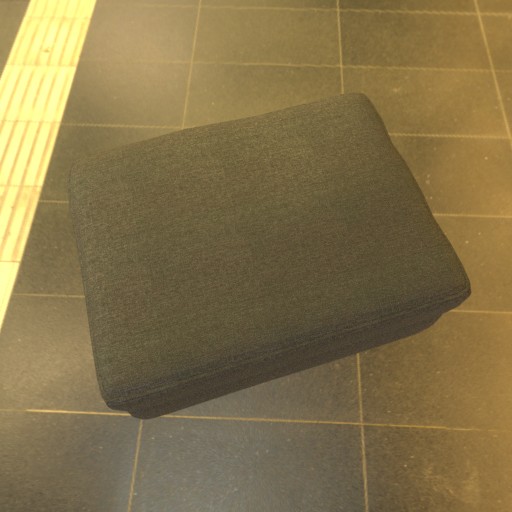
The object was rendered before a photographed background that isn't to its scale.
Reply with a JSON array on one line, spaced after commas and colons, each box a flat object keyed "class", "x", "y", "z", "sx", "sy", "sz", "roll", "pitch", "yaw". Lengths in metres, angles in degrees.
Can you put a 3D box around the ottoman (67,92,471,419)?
[{"class": "ottoman", "x": 0.000, "y": 0.000, "z": 1.198, "sx": 0.826, "sy": 0.496, "sz": 0.639, "roll": -16, "pitch": 66, "yaw": -7}]
